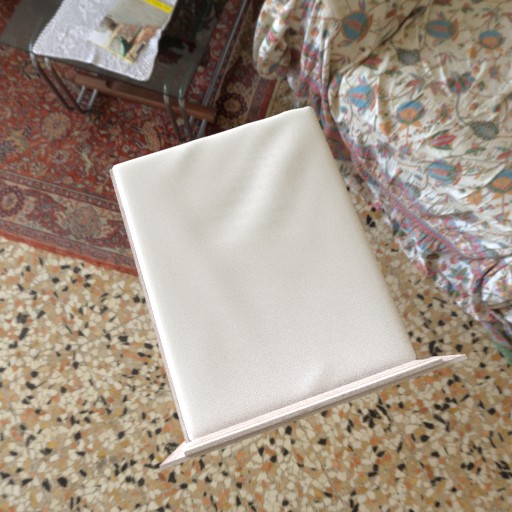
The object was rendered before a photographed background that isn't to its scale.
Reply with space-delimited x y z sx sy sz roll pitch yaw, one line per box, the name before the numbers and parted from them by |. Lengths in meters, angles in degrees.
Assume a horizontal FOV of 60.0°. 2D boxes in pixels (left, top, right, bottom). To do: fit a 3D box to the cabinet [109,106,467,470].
cabinet | 0.000 0.000 3.064 1.750 0.970 2.080 -18 76 -5
